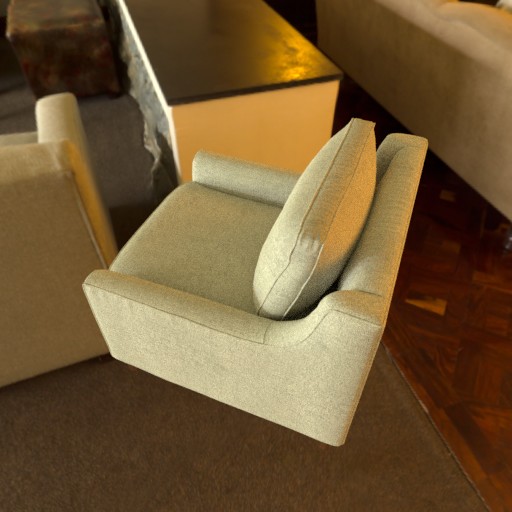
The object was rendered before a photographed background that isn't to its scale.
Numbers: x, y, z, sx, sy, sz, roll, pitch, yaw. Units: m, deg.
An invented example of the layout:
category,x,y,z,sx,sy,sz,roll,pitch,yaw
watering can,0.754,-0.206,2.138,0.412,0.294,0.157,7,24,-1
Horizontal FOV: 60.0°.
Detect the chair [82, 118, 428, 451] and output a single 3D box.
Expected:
category,x,y,z,sx,sy,sz,roll,pitch,yaw
chair,0.000,0.000,1.566,0.918,0.864,0.838,16,48,15
